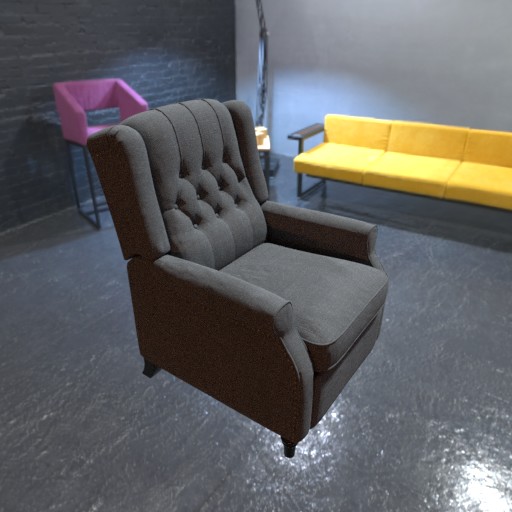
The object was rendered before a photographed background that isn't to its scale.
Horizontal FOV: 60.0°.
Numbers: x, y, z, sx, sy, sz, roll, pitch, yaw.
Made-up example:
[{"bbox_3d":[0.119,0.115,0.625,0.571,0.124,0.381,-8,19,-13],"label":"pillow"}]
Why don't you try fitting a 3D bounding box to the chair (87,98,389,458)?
[{"bbox_3d":[0.000,0.000,1.652,0.898,1.035,0.742,19,33,31],"label":"chair"}]
